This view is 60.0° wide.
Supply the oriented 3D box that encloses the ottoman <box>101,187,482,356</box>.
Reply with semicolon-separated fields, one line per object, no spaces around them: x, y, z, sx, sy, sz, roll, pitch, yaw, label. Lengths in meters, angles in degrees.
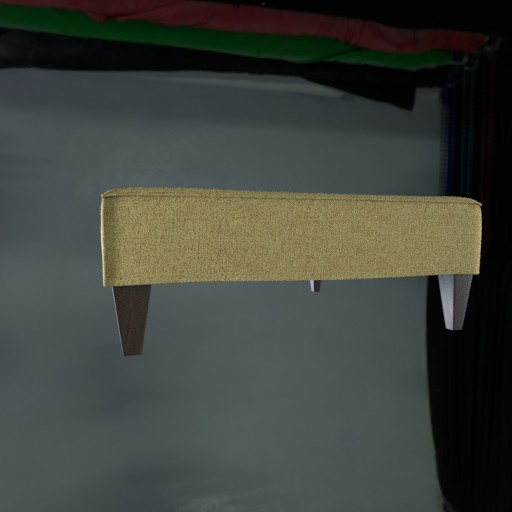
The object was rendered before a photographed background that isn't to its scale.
0.000;0.000;1.495;0.970;0.378;0.981;-1;3;-18;ottoman
